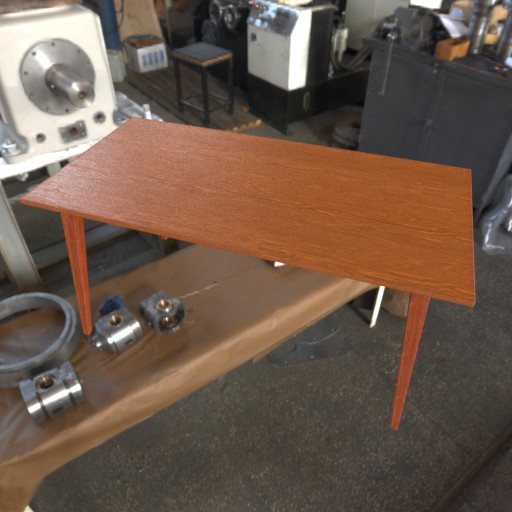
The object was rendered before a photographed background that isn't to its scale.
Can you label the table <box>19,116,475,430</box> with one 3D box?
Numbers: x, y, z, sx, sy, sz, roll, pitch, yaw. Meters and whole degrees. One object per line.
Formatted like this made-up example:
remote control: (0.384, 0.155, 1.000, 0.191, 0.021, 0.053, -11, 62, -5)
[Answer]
table: (0.000, 0.000, 1.998, 1.609, 0.755, 0.811, 13, 42, 15)
